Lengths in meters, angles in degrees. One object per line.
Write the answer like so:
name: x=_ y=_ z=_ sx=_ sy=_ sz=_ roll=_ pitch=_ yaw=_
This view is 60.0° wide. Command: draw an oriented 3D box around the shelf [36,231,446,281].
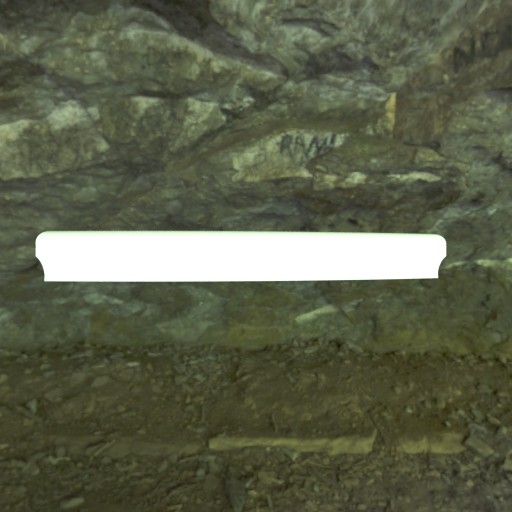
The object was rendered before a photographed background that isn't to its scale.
shelf: x=0.000 y=0.000 z=0.469 sx=0.310 sy=0.050 sz=0.310 roll=0 pitch=0 yaw=36
